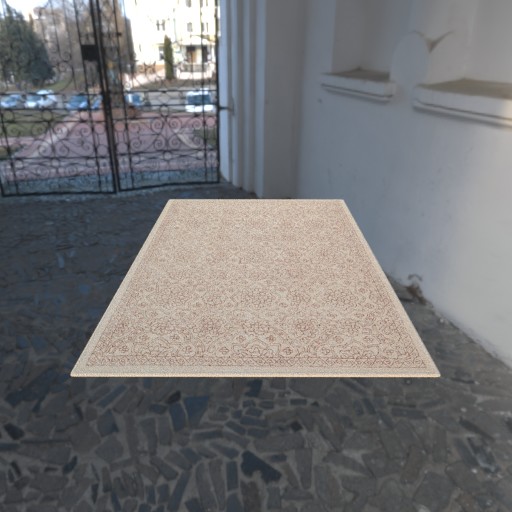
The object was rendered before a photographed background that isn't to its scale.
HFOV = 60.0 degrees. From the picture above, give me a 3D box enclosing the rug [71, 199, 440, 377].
[{"bbox_3d":[0.000,0.000,2.277,1.219,0.010,1.829,0,25,0],"label":"rug"}]
